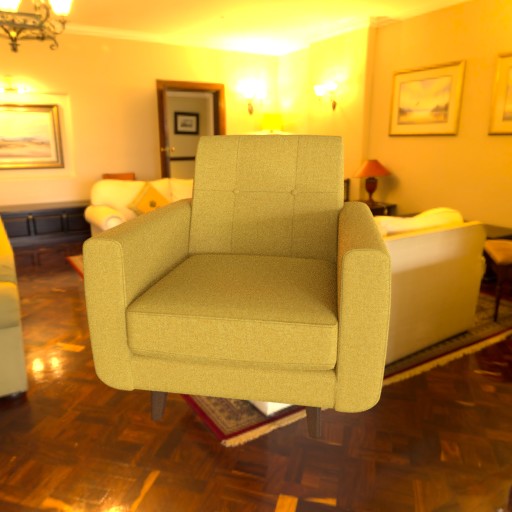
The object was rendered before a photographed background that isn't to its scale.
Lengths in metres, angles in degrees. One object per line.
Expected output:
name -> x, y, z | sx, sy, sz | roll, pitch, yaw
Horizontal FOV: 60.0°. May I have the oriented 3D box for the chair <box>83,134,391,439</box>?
chair -> 0.000, 0.000, 1.572 | 0.831, 0.841, 0.909 | 3, 15, 10
